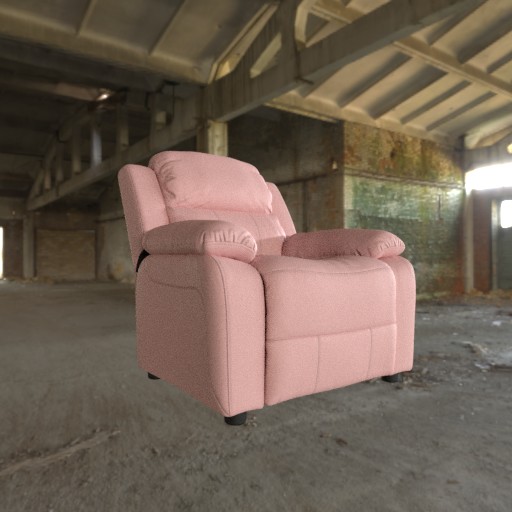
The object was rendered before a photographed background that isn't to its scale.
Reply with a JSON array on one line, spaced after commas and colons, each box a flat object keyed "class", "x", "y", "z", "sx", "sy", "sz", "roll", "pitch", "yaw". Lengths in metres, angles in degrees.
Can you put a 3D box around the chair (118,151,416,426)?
[{"class": "chair", "x": 0.000, "y": 0.000, "z": 1.310, "sx": 0.680, "sy": 0.702, "sz": 0.709, "roll": 0, "pitch": 0, "yaw": -37}]
